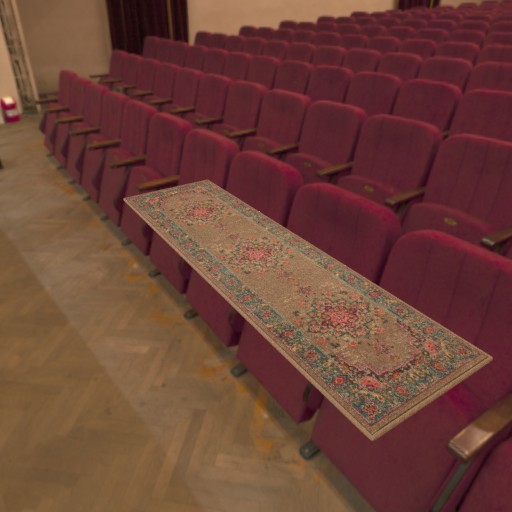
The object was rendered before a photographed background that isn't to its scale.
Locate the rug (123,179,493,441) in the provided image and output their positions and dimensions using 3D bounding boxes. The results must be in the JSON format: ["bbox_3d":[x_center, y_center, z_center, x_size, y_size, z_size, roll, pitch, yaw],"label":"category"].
[{"bbox_3d":[0.000,0.000,2.360,0.659,0.019,2.297,-19,35,-29],"label":"rug"}]
